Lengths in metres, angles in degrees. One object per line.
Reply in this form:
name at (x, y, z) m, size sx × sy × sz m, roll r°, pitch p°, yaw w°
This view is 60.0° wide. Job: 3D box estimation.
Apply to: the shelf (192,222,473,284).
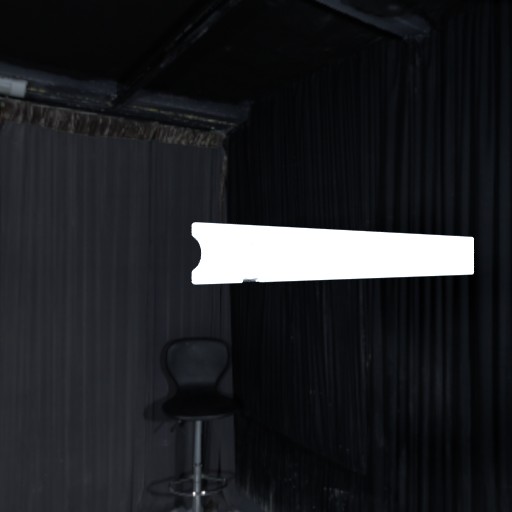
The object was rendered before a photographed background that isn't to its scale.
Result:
shelf at (0.000, 0.000, 0.452) m, size 0.296 × 0.035 × 0.296 m, roll 0°, pitch -1°, yaw -36°
